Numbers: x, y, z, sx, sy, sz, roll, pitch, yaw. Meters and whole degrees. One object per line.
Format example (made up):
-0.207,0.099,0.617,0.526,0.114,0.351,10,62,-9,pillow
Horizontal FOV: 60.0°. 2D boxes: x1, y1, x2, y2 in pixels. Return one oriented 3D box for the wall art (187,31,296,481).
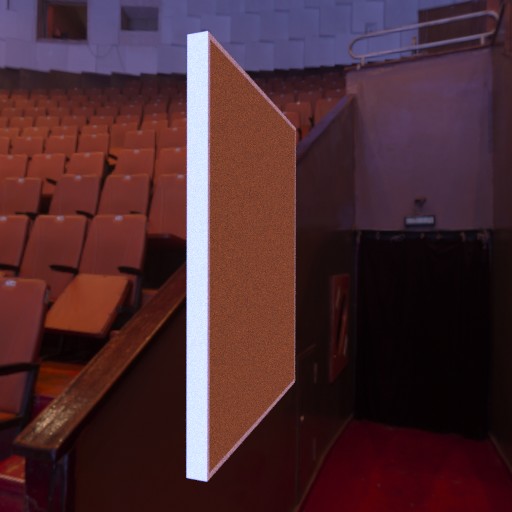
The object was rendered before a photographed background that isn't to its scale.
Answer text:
0.000,0.000,0.754,0.030,0.549,0.443,0,0,19,wall art
